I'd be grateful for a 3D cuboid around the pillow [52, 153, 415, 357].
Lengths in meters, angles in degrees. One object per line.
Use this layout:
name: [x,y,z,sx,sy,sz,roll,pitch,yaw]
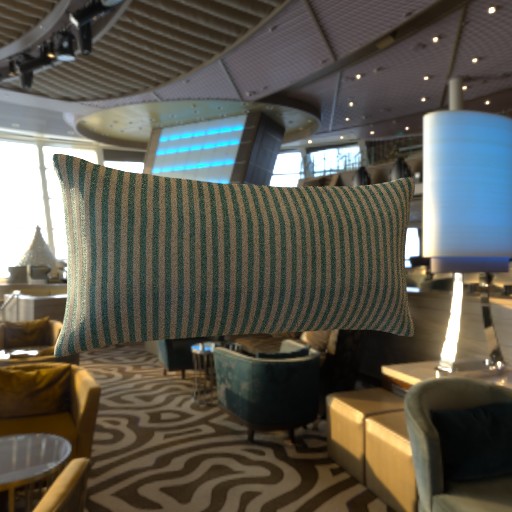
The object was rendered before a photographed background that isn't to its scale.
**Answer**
pillow: [0.000,0.000,0.731,0.617,0.295,0.151,0,-1,-18]
